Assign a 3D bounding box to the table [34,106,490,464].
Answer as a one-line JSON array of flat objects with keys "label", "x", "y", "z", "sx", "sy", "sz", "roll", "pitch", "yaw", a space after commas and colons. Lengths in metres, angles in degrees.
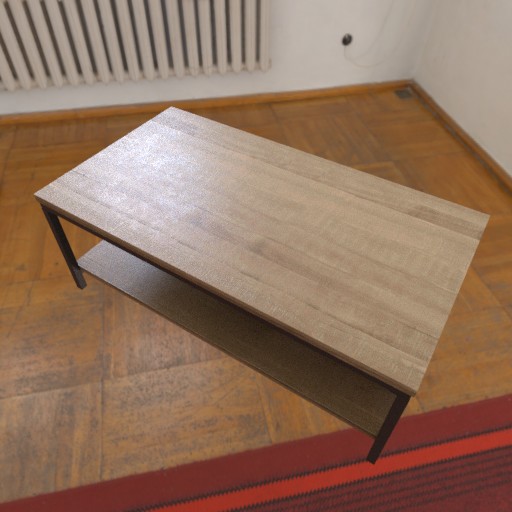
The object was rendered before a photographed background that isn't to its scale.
[{"label": "table", "x": 0.000, "y": 0.000, "z": 1.310, "sx": 1.062, "sy": 0.393, "sz": 0.574, "roll": 25, "pitch": 51, "yaw": 22}]
